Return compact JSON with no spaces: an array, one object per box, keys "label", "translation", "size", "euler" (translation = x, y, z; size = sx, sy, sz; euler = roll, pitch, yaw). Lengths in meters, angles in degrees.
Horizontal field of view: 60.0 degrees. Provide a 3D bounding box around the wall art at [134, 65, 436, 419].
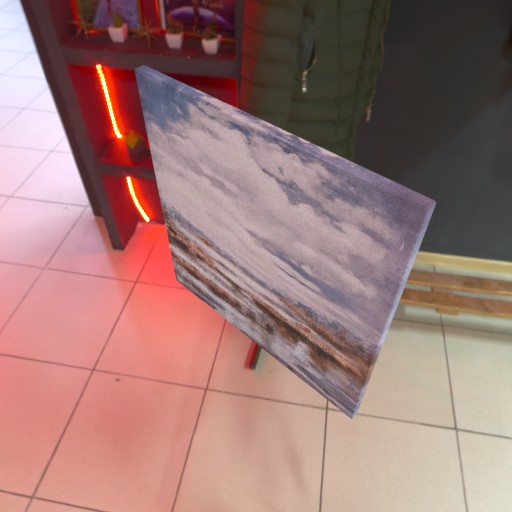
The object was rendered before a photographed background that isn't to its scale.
[{"label":"wall art","translation":[0.000,0.000,1.534],"size":[1.010,1.020,0.040],"euler":[34,55,28]}]
